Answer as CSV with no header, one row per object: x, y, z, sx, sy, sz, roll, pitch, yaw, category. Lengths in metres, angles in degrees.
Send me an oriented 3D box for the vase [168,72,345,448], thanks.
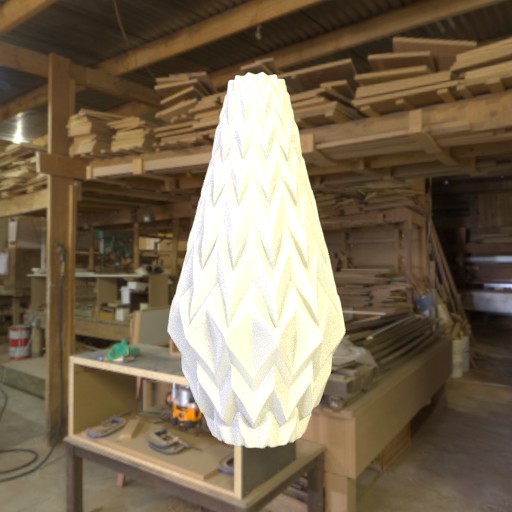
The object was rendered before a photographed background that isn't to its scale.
0.000,0.000,0.422,0.167,0.328,0.167,0,0,0,vase
